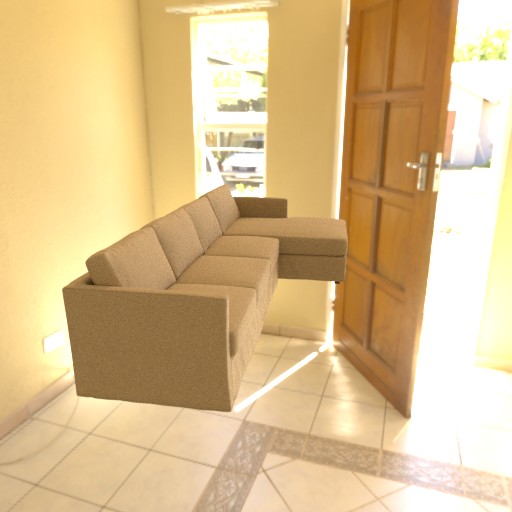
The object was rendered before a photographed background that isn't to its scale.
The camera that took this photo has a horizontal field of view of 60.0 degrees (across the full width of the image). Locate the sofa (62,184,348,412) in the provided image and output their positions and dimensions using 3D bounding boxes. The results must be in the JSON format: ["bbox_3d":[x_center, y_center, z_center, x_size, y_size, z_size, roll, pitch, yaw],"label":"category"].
[{"bbox_3d":[0.000,0.000,3.846,1.622,0.867,3.177,3,17,9],"label":"sofa"}]
